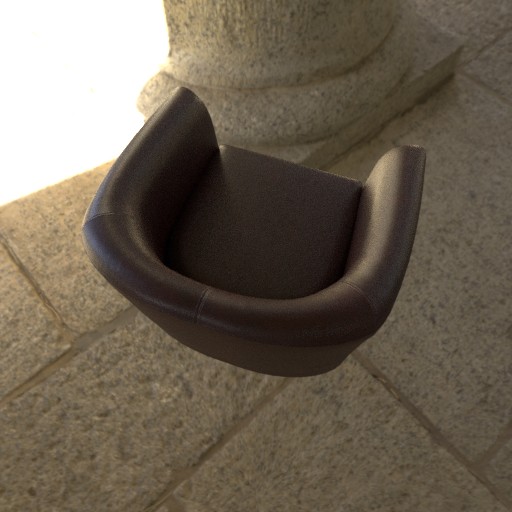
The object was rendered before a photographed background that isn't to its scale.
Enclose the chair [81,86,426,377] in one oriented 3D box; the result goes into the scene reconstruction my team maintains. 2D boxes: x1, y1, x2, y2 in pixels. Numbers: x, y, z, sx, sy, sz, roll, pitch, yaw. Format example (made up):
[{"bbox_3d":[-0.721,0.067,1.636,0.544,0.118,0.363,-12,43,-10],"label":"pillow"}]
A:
[{"bbox_3d":[0.000,0.000,1.356,0.792,0.756,0.727,17,63,9],"label":"chair"}]
